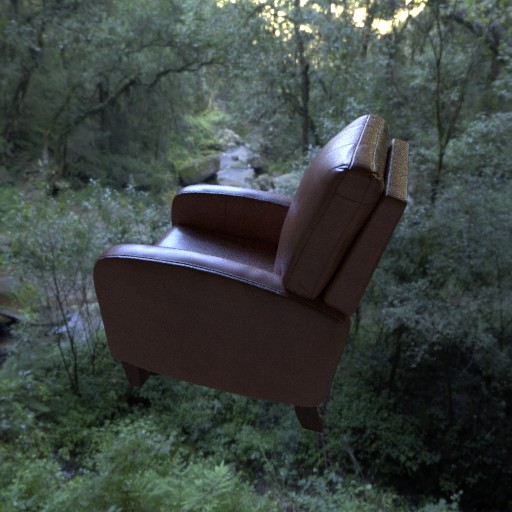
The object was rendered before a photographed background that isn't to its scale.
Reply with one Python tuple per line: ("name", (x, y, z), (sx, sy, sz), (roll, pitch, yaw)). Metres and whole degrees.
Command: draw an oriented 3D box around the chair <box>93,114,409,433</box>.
("chair", (0.000, 0.000, 1.701), (0.990, 0.990, 0.762), (9, 31, 15))
